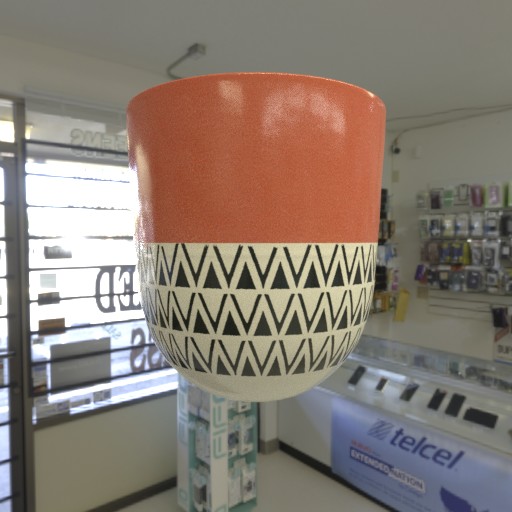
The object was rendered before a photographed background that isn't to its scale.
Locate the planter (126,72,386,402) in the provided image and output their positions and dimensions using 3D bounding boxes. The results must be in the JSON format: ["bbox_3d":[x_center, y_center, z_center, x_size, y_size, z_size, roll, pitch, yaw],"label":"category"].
[{"bbox_3d":[0.000,0.000,0.350,0.195,0.214,0.195,0,2,0],"label":"planter"}]
